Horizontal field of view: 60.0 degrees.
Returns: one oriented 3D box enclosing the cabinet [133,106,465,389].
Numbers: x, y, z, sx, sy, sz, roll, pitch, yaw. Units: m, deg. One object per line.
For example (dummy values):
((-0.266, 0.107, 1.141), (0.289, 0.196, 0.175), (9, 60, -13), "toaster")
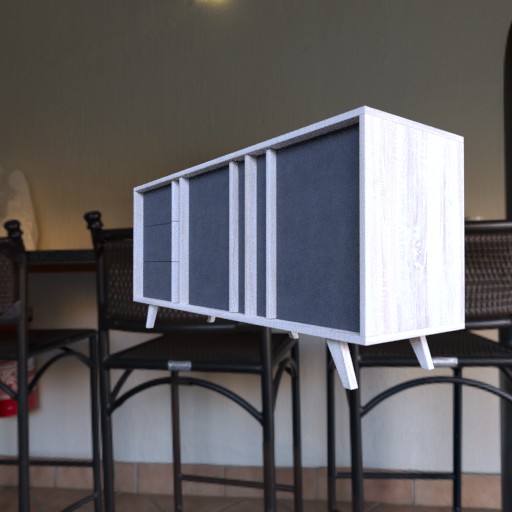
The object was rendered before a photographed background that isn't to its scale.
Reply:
((0.000, 0.000, 1.985), (0.500, 0.780, 1.650), (1, -1, -36), "cabinet")
